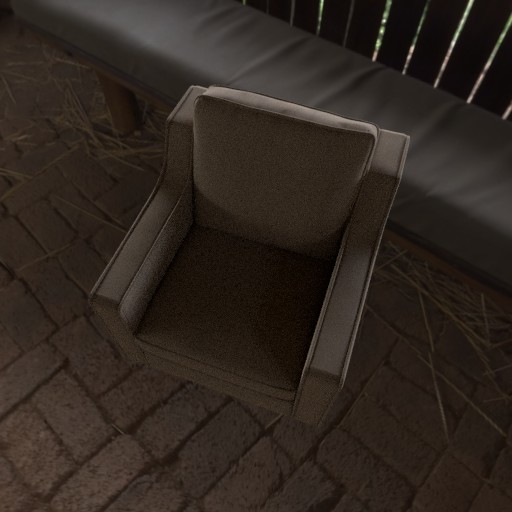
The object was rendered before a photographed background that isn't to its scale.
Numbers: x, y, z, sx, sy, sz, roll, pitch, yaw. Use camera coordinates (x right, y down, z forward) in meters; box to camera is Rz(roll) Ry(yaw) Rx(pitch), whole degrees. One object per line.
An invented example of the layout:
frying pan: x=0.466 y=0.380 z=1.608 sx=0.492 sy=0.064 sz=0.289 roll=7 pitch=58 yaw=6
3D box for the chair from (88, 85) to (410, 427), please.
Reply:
chair: x=0.000 y=0.000 z=1.682 sx=0.831 sy=0.960 sz=0.909 roll=17 pitch=59 yaw=10
